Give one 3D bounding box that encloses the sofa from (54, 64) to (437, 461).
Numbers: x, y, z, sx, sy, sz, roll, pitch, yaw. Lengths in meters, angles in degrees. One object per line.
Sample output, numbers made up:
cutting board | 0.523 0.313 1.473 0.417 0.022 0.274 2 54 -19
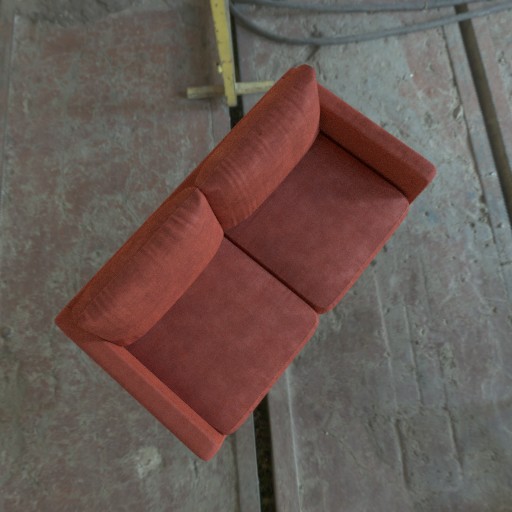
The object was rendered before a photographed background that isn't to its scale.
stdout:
sofa | 0.000 0.000 2.082 0.864 0.896 1.574 39 78 10
